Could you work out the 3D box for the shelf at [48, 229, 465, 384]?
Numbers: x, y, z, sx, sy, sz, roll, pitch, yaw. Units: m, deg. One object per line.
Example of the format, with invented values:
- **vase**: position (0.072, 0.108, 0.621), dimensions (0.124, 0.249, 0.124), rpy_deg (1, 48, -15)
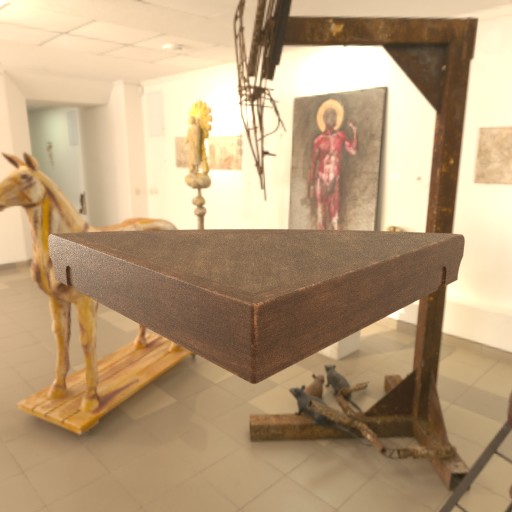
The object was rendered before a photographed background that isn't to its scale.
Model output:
- **shelf**: position (0.000, 0.000, 0.465), dimensions (0.310, 0.050, 0.310), rpy_deg (-13, 19, -43)
